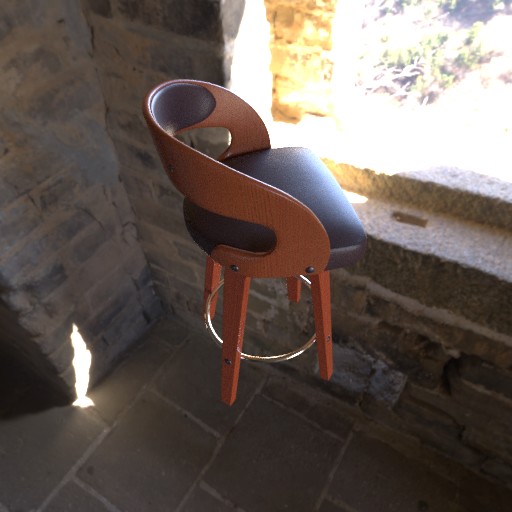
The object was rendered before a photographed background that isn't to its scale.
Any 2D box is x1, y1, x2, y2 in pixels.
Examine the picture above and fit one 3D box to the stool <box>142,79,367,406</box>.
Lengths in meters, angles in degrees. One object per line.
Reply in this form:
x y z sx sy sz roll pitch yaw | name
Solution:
0.000 0.000 1.233 0.457 0.940 0.457 -11 47 -11 | stool
